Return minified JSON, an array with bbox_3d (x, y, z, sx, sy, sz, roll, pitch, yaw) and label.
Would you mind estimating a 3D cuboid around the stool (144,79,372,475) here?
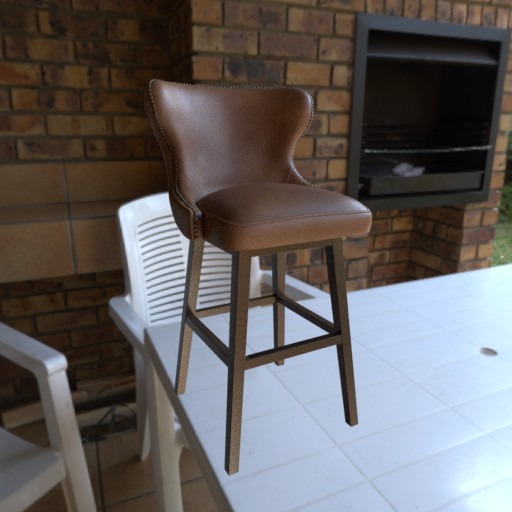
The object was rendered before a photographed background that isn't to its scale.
[{"bbox_3d":[0.000,0.000,1.443,0.591,1.087,0.606,-8,18,-28],"label":"stool"}]
